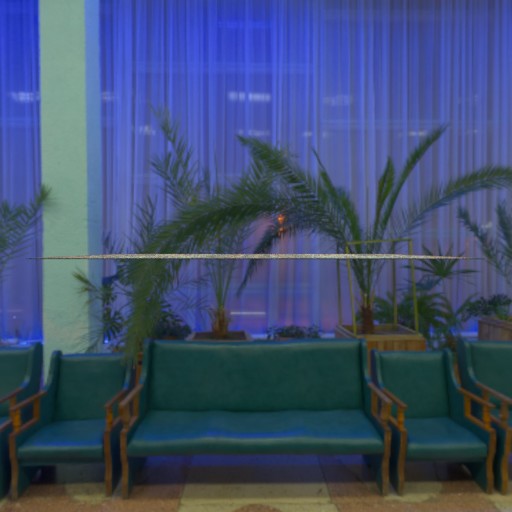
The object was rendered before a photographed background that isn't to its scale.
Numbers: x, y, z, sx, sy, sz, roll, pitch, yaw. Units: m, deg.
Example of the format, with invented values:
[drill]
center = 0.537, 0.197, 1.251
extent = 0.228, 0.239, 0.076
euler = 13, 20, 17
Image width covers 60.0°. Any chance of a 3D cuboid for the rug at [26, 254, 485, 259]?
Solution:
[rug]
center = 0.000, 0.000, 4.296
extent = 3.371, 0.008, 2.190
euler = 0, 1, 1
